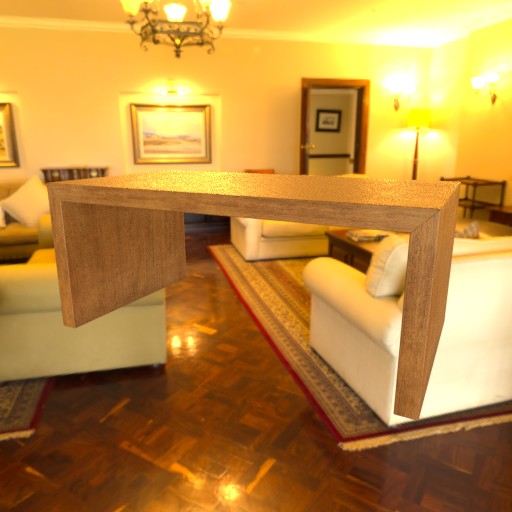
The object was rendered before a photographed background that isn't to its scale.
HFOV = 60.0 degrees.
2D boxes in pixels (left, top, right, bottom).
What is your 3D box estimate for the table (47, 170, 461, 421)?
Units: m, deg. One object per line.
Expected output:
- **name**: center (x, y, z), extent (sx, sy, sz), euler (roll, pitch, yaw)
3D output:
- **table**: center (0.000, 0.000, 1.272), extent (1.000, 0.419, 0.549), euler (8, 17, 26)
